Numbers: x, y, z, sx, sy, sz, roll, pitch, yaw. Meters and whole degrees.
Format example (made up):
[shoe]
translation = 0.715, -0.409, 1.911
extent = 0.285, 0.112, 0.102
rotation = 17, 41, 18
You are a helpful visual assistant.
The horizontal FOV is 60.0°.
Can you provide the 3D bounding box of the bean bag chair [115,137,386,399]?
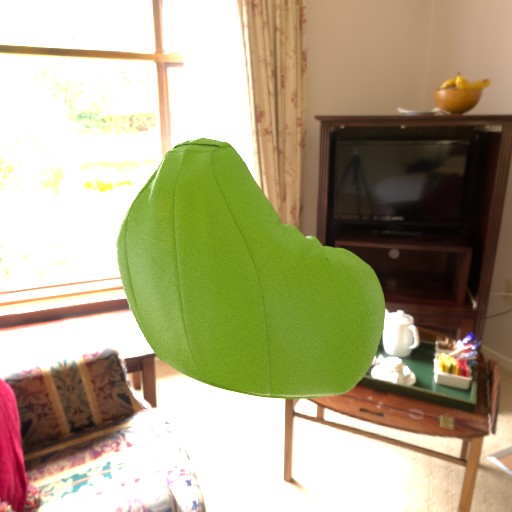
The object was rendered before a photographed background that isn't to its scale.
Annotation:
[bean bag chair]
translation = 0.000, 0.000, 1.880
extent = 1.070, 0.990, 1.070
rotation = 8, 18, 27
